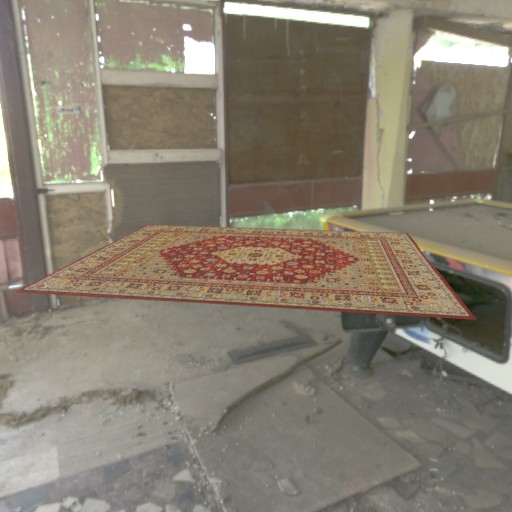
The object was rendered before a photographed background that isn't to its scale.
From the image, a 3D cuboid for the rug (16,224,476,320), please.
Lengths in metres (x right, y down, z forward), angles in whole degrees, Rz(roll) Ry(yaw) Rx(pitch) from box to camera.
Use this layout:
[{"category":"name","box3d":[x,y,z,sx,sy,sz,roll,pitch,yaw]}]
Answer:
[{"category":"rug","box3d":[0.000,0.000,4.024,3.053,0.013,2.387,2,16,9]}]
